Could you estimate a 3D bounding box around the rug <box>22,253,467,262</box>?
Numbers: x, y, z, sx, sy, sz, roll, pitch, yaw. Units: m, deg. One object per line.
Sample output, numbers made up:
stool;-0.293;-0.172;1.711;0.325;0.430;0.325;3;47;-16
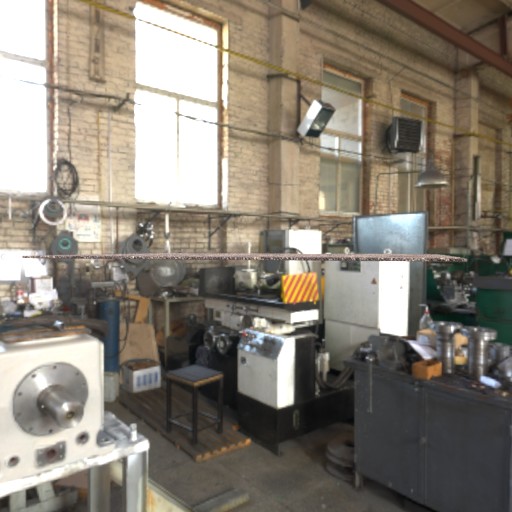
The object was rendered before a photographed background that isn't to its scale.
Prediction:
rug;0.000;0.000;2.261;1.814;0.012;1.186;0;1;18
